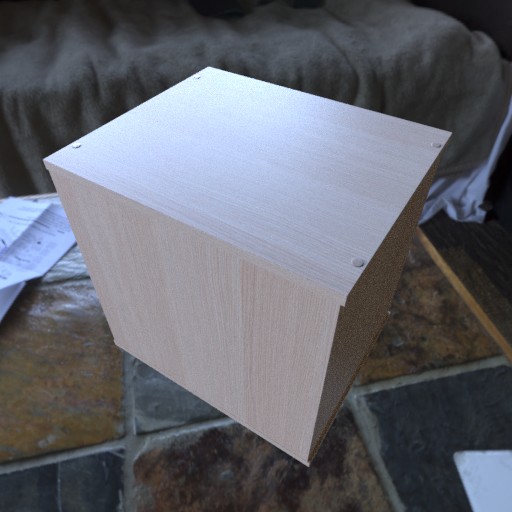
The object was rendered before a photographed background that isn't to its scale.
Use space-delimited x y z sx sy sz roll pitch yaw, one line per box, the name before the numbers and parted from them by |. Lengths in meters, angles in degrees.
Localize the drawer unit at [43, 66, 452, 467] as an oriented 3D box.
drawer unit | 0.000 0.000 0.608 0.349 0.344 0.290 24 50 23
